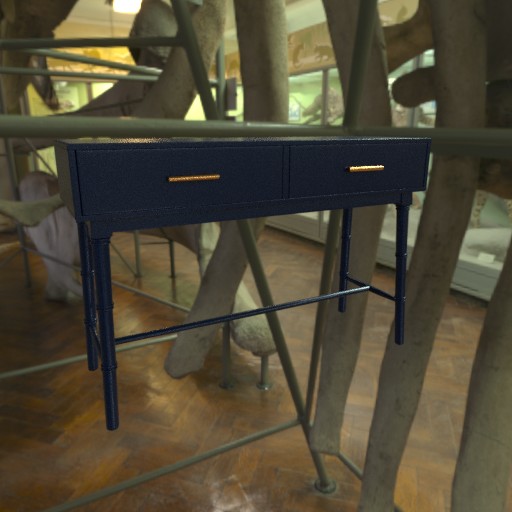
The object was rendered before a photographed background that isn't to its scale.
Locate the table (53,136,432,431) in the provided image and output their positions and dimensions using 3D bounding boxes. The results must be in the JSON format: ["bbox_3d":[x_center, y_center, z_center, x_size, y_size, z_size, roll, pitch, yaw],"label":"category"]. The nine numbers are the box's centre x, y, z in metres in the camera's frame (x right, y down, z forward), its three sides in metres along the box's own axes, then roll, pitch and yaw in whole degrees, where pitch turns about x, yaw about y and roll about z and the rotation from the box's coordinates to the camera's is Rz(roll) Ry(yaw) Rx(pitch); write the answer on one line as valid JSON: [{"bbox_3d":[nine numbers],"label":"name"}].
[{"bbox_3d":[0.000,0.000,1.465,1.118,0.749,0.399,-8,18,-27],"label":"table"}]
